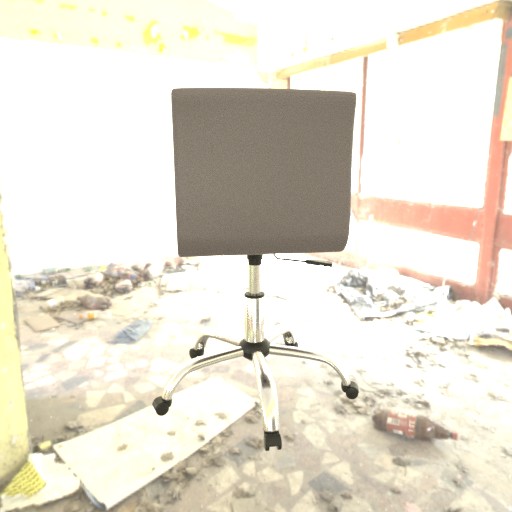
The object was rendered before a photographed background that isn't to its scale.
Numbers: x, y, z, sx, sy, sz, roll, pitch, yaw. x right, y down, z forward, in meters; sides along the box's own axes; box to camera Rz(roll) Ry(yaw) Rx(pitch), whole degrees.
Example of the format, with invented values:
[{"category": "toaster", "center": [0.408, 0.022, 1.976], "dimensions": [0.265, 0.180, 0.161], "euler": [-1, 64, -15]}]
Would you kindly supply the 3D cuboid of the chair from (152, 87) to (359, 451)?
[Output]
[{"category": "chair", "center": [0.000, 0.000, 1.148], "dimensions": [0.556, 0.780, 0.530], "euler": [-2, 13, -8]}]
